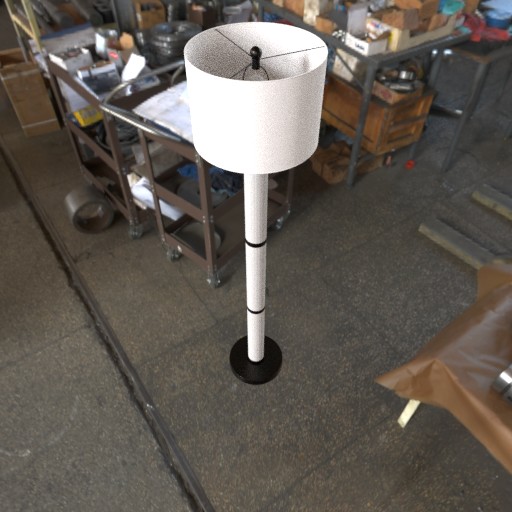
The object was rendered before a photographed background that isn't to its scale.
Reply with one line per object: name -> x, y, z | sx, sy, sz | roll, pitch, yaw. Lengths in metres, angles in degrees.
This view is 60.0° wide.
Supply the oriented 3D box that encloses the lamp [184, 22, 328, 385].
lamp -> 0.000, 0.000, 1.737 | 0.377, 1.599, 0.377 | 16, 49, 15
